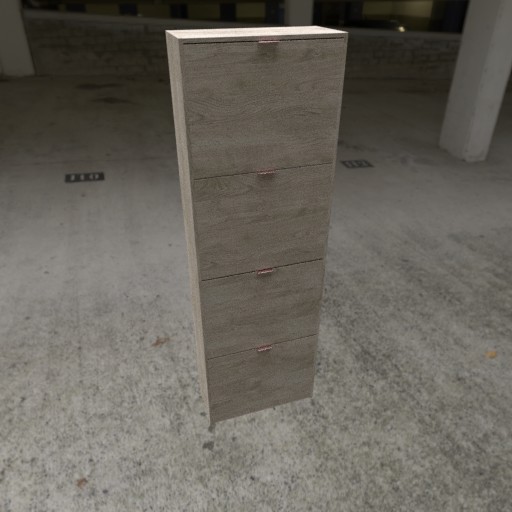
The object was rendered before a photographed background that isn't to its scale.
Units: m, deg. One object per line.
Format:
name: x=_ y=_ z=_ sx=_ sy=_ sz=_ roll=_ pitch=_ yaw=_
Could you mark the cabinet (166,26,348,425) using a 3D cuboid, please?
cabinet: x=0.000 y=0.000 z=1.798 sx=0.520 sy=1.630 sz=0.250 roll=-10 pitch=33 yaw=-15
